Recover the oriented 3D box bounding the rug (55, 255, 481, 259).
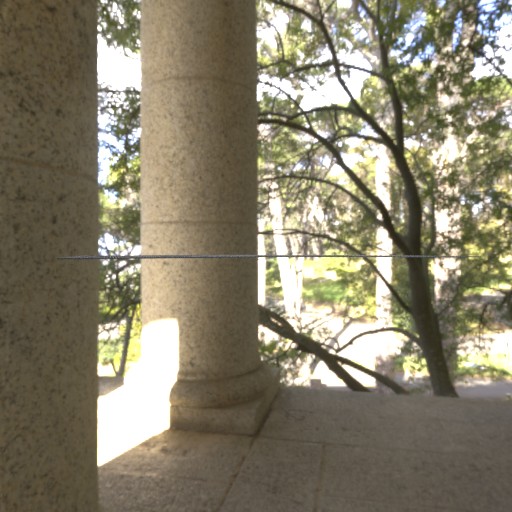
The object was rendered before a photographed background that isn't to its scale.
[{"bbox_3d":[0.000,0.000,2.231,1.740,0.010,1.135,0,1,-18],"label":"rug"}]
